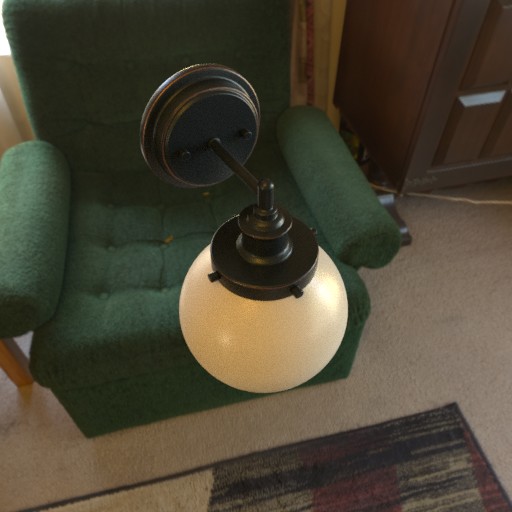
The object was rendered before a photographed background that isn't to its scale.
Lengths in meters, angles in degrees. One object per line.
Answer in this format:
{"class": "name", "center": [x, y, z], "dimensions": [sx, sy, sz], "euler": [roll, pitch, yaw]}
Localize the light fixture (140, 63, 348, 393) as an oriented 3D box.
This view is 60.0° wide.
{"class": "light fixture", "center": [0.000, 0.000, 0.483], "dimensions": [0.197, 0.332, 0.230], "euler": [-24, 51, -21]}
